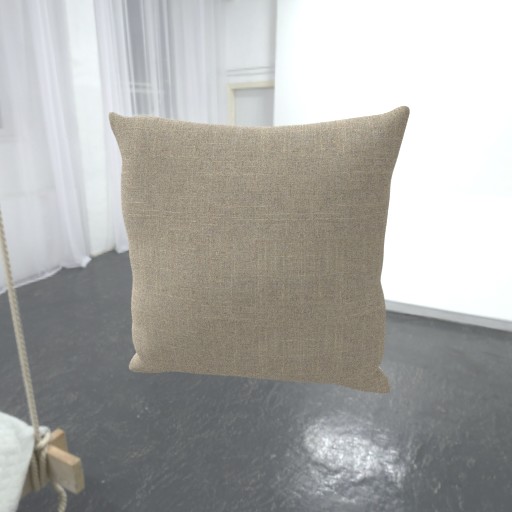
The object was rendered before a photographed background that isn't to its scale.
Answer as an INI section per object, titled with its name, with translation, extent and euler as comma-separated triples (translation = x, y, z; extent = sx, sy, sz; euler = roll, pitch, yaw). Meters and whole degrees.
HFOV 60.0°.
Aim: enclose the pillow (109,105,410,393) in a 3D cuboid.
[pillow]
translation = 0.000, 0.000, 0.687
extent = 0.439, 0.440, 0.182
euler = 2, 17, 7
